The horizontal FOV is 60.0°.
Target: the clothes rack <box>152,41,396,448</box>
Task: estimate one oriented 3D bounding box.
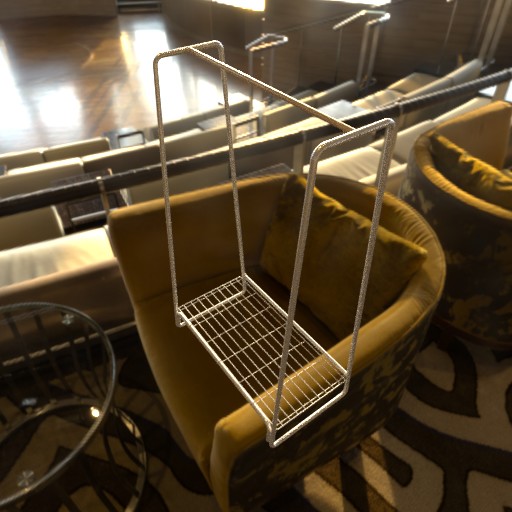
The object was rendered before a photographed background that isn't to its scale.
[{"bbox_3d":[0.000,0.000,1.919,0.495,1.500,0.900,-26,48,-26],"label":"clothes rack"}]
